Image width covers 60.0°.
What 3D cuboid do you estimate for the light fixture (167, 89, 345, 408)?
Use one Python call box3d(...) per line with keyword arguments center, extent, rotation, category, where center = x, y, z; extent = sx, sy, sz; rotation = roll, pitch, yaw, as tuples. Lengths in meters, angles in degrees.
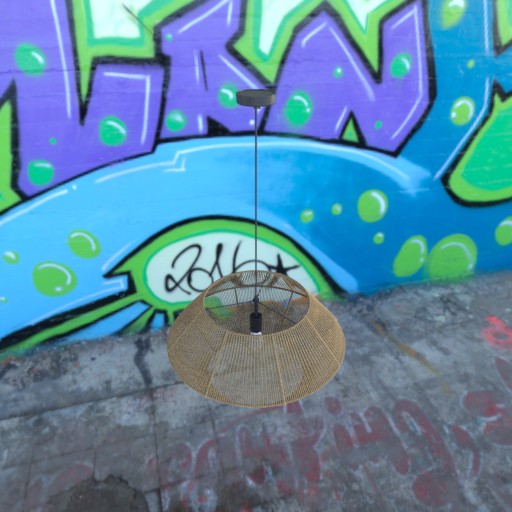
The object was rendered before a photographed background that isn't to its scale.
box3d(center=(0.000, 0.000, 1.433), extent=(0.643, 1.009, 0.643), rotation=(0, 31, 0), category="light fixture")
